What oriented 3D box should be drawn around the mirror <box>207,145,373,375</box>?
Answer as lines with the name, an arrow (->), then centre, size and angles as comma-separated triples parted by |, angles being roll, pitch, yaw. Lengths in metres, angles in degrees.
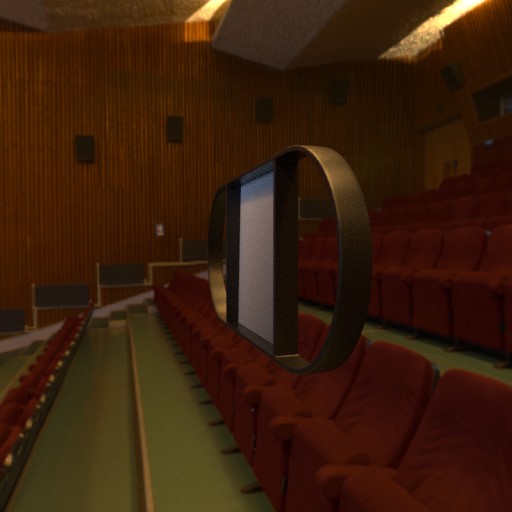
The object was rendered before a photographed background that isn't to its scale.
mirror -> 0.000, 0.000, 0.664 | 0.032, 0.254, 0.584 | 0, 2, -18
